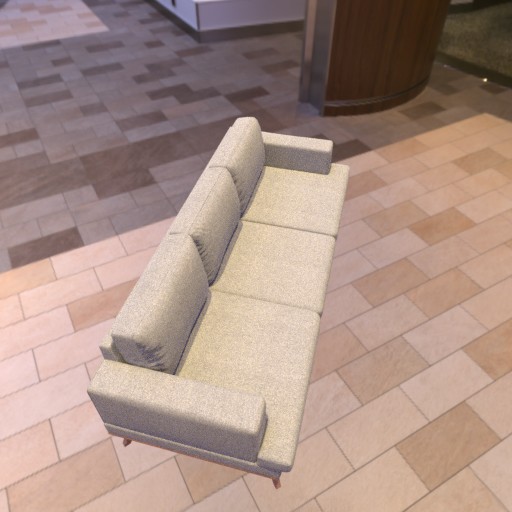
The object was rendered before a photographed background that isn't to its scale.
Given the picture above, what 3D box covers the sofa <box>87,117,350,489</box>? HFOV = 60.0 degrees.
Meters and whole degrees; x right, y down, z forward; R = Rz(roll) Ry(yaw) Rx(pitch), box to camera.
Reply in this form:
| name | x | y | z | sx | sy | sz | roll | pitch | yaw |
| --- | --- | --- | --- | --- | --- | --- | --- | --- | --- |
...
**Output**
| name | x | y | z | sx | sy | sz | roll | pitch | yaw |
| --- | --- | --- | --- | --- | --- | --- | --- | --- | --- |
| sofa | 0.000 | 0.000 | 2.709 | 0.920 | 0.810 | 2.310 | 10 | 46 | 10 |
